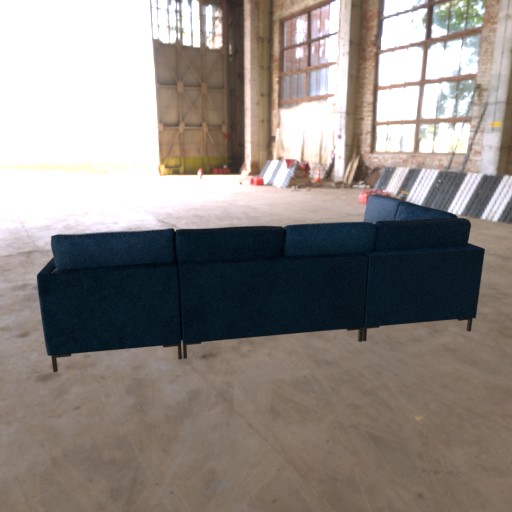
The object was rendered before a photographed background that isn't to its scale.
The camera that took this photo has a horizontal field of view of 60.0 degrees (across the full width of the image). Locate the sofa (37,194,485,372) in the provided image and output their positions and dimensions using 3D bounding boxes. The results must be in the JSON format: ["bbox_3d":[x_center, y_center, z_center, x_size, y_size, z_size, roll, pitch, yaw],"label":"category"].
[{"bbox_3d":[0.000,0.000,4.283,3.434,0.992,2.055,-3,15,-12],"label":"sofa"}]
